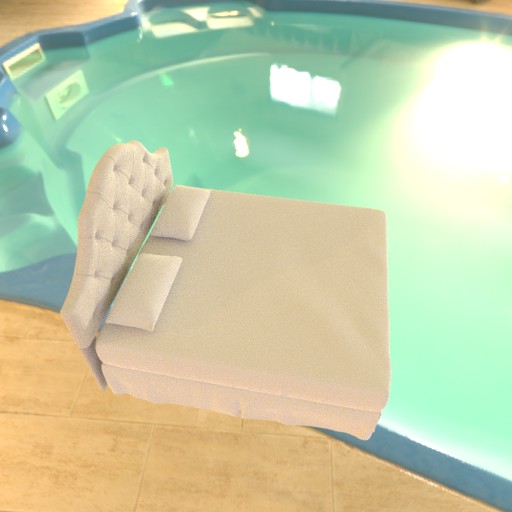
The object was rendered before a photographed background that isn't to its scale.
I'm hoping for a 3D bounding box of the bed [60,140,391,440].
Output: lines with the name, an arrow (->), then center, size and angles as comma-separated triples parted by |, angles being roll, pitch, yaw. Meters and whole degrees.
bed -> 0.000, 0.000, 3.558 | 2.214, 1.615, 2.008 | 8, 47, 7
